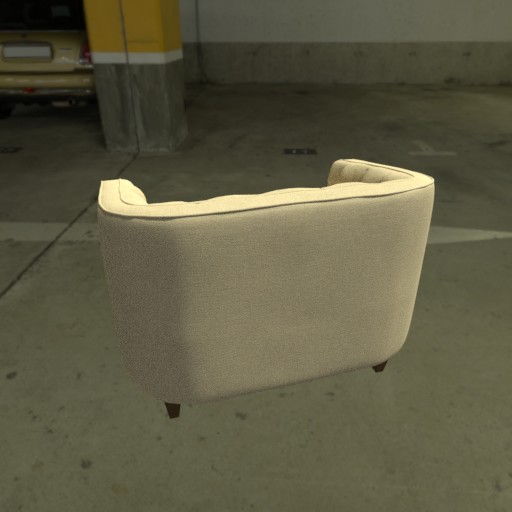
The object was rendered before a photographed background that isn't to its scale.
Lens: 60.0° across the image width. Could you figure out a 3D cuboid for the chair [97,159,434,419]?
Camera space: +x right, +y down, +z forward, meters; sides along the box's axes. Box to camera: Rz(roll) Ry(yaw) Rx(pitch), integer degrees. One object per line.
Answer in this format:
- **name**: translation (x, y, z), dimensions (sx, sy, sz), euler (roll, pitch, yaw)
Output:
- **chair**: translation (0.000, 0.000, 1.745), dimensions (1.118, 0.787, 0.914), euler (-8, 29, -15)
